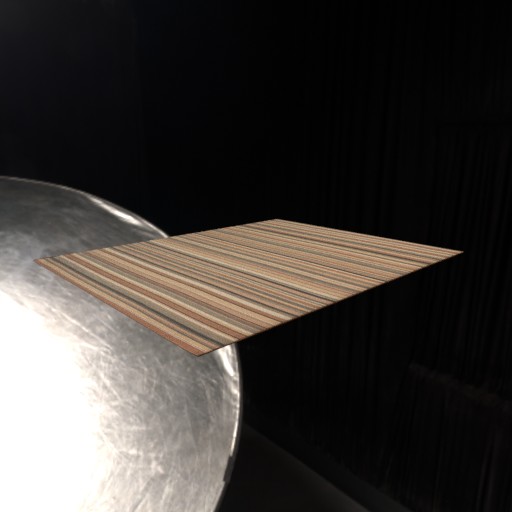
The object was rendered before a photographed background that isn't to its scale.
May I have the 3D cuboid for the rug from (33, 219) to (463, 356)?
[{"bbox_3d":[0.000,0.000,3.998,3.045,0.011,2.436,-13,20,-41],"label":"rug"}]
